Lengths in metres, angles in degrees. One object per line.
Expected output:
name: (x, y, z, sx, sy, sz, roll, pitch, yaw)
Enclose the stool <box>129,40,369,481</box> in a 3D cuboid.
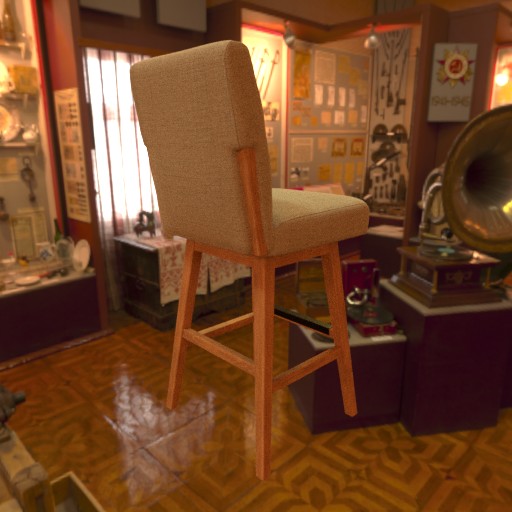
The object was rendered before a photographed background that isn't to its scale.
stool: (0.000, 0.000, 1.370, 0.569, 1.106, 0.483, -14, 20, -42)
